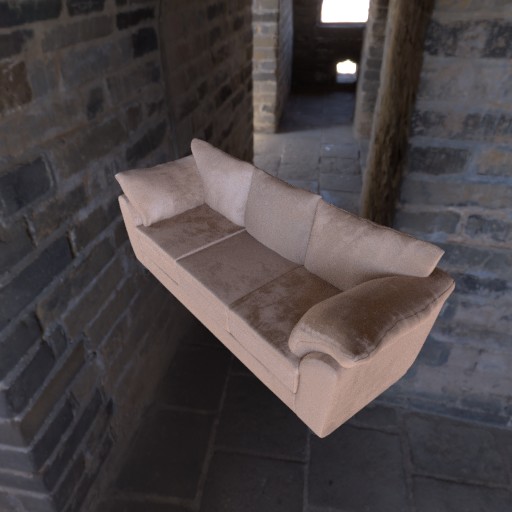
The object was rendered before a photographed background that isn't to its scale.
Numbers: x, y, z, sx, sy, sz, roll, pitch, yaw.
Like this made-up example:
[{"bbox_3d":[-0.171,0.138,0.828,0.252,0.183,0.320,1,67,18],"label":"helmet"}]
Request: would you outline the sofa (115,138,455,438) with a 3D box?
[{"bbox_3d":[0.000,0.000,2.902,0.893,0.981,2.377,-24,40,-31],"label":"sofa"}]
